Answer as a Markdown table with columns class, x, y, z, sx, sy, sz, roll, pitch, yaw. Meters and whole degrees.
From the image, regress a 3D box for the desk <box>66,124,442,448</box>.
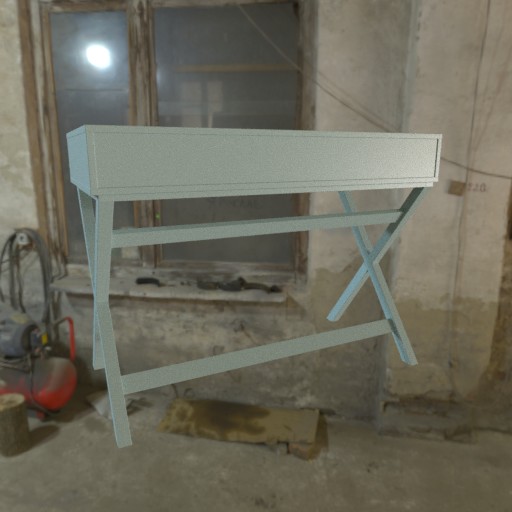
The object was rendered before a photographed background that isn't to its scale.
| class | x | y | z | sx | sy | sz | roll | pitch | yaw |
| --- | --- | --- | --- | --- | --- | --- | --- | --- | --- |
| desk | 0.000 | 0.000 | 1.468 | 1.059 | 0.780 | 0.509 | -6 | 15 | -26 |
